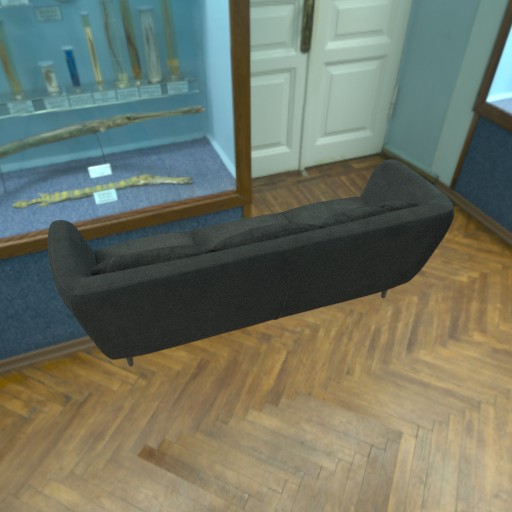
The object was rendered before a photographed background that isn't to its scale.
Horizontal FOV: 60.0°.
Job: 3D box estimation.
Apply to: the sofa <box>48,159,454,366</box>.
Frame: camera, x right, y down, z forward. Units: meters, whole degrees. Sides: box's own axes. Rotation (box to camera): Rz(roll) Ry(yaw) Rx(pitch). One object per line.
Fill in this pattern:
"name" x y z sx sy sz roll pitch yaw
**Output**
"sofa" 0.000 0.000 2.778 2.296 0.875 0.956 -13 42 -14
